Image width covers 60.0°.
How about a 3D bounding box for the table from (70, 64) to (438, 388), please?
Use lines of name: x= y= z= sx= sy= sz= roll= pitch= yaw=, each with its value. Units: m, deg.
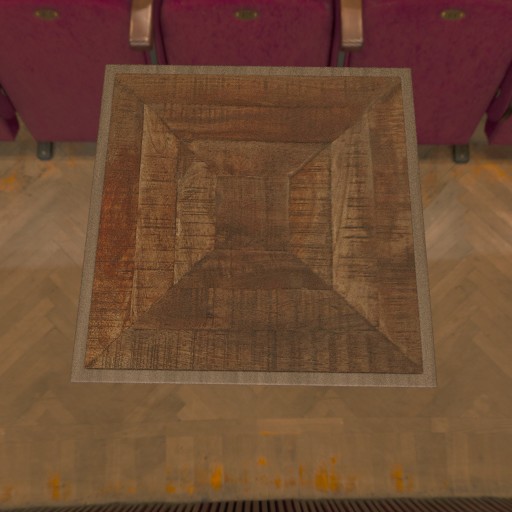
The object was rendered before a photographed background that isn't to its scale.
table: x=0.000 y=0.000 z=0.834 sx=0.449 sy=0.500 sz=0.450 roll=1 pitch=76 yaw=0
